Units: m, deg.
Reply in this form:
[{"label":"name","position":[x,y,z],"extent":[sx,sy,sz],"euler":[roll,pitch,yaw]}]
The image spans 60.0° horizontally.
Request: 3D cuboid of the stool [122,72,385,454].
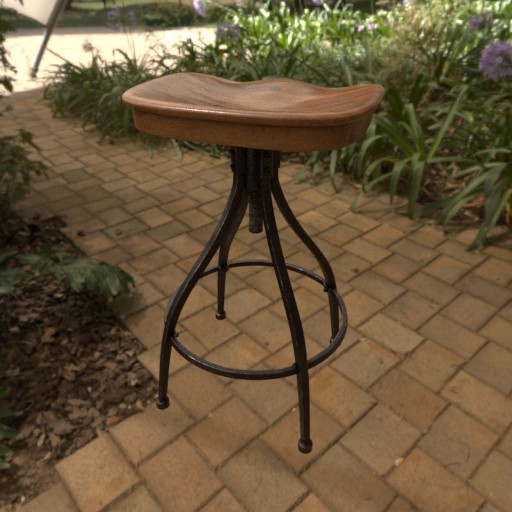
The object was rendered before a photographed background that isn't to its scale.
[{"label":"stool","position":[0.000,0.000,0.957],"extent":[0.432,0.694,0.424],"euler":[10,33,16]}]
